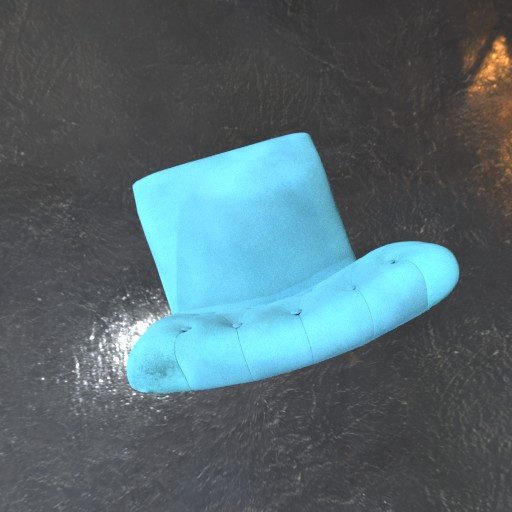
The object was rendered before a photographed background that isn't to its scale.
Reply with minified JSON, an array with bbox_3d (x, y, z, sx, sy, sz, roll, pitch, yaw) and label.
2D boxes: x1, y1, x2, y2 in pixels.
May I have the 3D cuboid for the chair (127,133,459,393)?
[{"bbox_3d":[0.000,0.000,1.134,0.582,0.750,0.605,-17,74,-5],"label":"chair"}]
